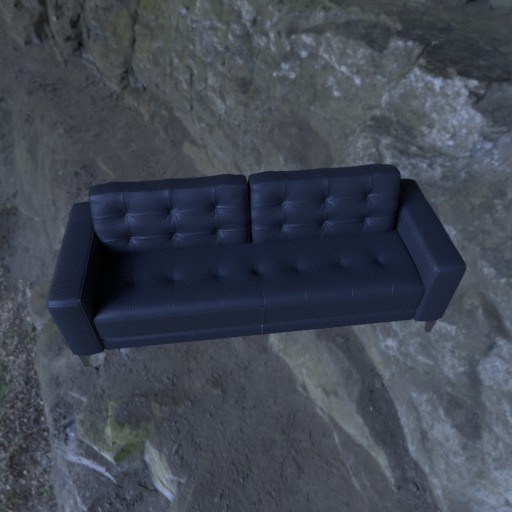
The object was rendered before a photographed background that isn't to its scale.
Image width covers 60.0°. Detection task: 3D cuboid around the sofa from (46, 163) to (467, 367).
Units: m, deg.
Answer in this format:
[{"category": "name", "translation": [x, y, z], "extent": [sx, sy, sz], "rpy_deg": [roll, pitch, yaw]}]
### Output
[{"category": "sofa", "translation": [0.000, 0.000, 2.737], "extent": [2.275, 0.893, 0.833], "rpy_deg": [-5, 46, -5]}]
